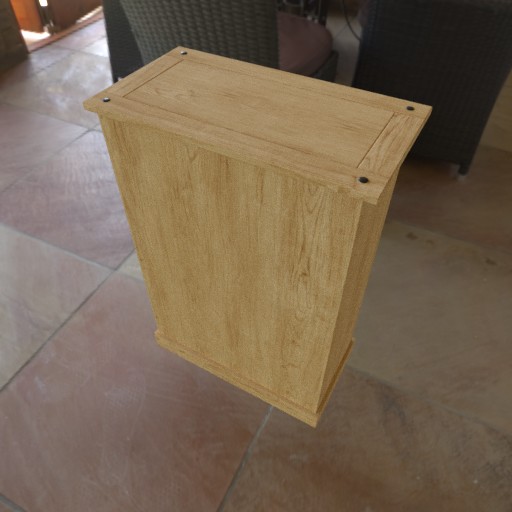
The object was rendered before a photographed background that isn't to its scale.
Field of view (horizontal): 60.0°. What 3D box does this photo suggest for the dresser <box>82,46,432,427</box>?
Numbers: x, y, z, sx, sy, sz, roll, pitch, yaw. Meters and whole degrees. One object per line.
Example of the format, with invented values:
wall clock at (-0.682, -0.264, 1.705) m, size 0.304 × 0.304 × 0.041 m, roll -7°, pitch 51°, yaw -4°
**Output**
dresser at (0.000, 0.000, 1.772) m, size 0.915 × 1.300 × 0.485 m, roll 22°, pitch 50°, yaw 20°
